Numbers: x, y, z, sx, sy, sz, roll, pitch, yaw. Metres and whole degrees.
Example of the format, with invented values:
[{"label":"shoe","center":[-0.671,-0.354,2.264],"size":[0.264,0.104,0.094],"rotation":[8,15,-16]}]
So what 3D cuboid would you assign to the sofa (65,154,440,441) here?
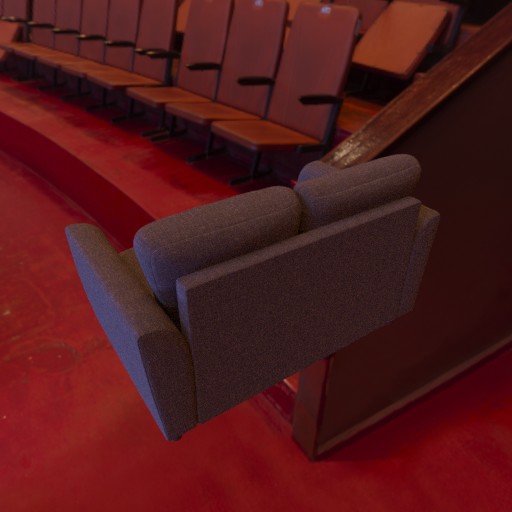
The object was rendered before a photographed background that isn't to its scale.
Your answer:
[{"label":"sofa","center":[0.000,0.000,2.022],"size":[1.423,0.885,0.851],"rotation":[-20,38,-28]}]
